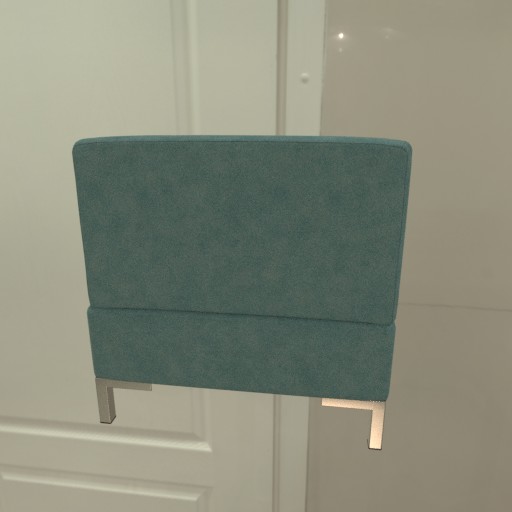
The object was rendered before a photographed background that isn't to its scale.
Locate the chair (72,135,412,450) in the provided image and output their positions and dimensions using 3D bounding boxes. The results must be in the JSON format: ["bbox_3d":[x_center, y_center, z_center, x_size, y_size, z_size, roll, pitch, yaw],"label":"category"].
[{"bbox_3d":[0.000,0.000,1.226,0.684,0.660,0.685,2,17,8],"label":"chair"}]
